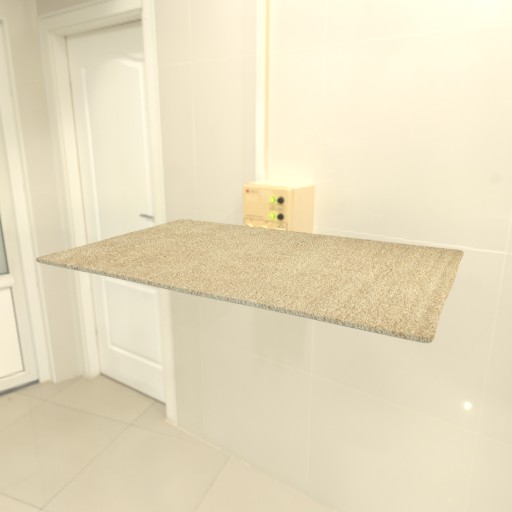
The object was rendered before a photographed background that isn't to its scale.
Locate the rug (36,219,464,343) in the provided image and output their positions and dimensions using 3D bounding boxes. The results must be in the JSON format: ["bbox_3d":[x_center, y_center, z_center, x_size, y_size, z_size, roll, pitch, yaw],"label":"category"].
[{"bbox_3d":[0.000,0.000,2.864,2.349,0.025,1.500,8,18,27],"label":"rug"}]
